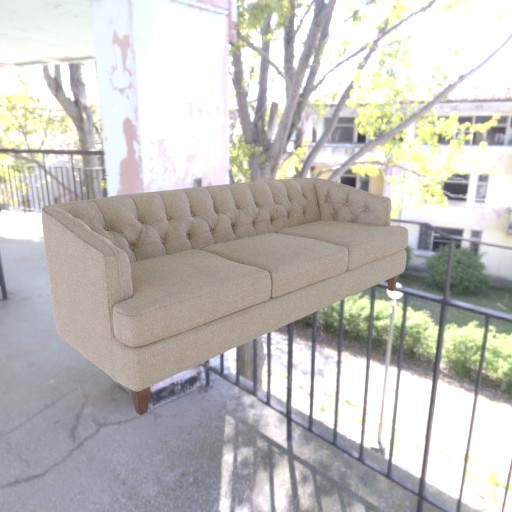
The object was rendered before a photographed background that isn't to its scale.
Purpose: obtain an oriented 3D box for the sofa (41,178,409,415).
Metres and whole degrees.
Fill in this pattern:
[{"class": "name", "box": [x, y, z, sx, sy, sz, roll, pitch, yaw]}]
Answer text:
[{"class": "sofa", "box": [0.000, 0.000, 2.698, 0.913, 0.788, 2.235, 15, 21, 43]}]
